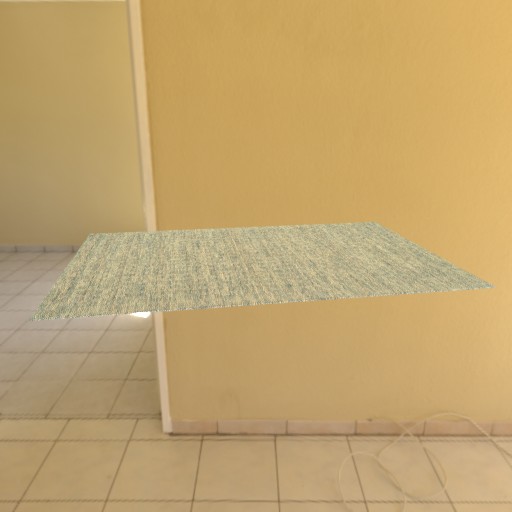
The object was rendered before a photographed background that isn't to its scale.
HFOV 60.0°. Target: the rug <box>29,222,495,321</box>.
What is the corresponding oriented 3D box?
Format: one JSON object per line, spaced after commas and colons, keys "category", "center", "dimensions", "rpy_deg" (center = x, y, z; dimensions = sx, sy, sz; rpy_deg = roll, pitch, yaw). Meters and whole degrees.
{"category": "rug", "center": [0.000, 0.000, 2.174], "dimensions": [1.752, 0.006, 1.142], "rpy_deg": [-3, 18, -9]}
